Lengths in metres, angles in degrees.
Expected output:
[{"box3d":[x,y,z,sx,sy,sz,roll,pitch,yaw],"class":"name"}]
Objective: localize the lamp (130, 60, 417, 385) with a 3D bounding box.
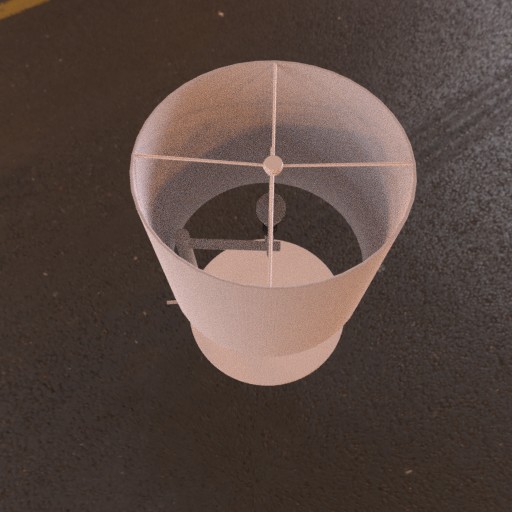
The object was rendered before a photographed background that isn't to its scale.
[{"box3d":[0.000,0.000,0.668,0.341,0.454,0.299,2,63,1],"class":"lamp"}]
